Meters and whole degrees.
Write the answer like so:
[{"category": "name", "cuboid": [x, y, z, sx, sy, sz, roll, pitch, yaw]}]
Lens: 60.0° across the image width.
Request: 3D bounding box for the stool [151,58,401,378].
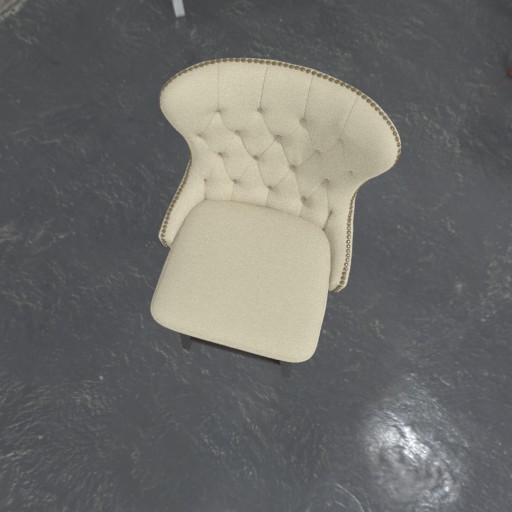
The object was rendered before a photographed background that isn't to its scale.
[{"category": "stool", "cuboid": [0.000, 0.000, 1.304, 0.528, 0.971, 0.593, 15, 75, 4]}]
